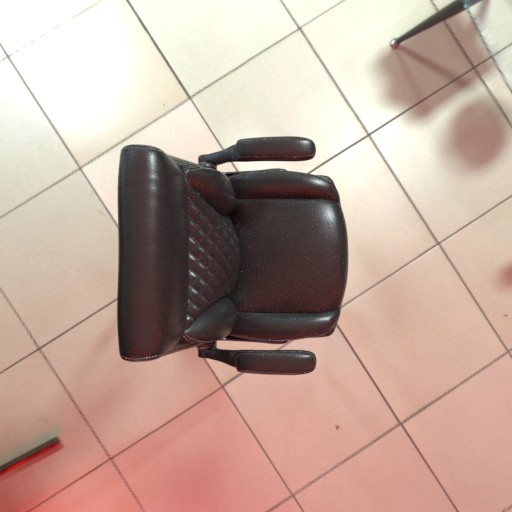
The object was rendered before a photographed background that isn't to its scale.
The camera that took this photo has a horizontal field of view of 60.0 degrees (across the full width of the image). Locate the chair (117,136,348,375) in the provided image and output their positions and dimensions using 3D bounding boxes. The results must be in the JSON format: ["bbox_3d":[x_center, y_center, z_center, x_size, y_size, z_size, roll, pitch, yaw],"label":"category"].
[{"bbox_3d":[0.000,0.000,1.620,0.724,1.110,0.782,0,89,-2],"label":"chair"}]
